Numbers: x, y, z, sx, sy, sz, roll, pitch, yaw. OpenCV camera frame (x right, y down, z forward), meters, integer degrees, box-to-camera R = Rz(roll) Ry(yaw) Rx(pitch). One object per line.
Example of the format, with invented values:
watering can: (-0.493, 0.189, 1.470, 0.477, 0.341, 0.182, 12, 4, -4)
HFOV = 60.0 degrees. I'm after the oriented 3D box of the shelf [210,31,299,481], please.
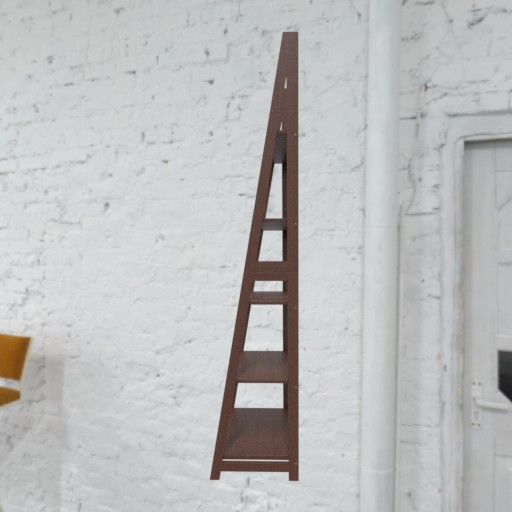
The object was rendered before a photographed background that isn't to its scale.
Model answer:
shelf: (0.000, 0.000, 2.046, 0.350, 1.770, 0.600, 0, 0, 1)
